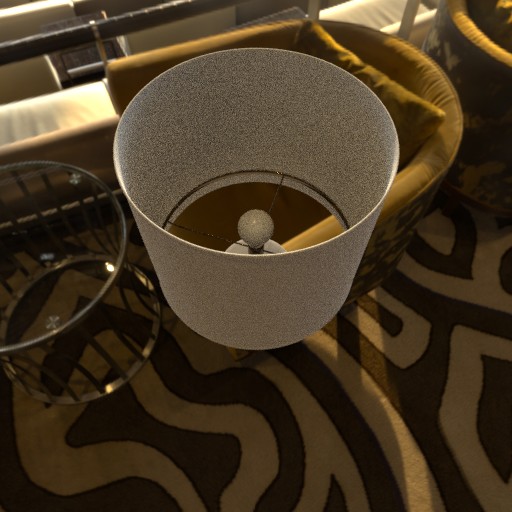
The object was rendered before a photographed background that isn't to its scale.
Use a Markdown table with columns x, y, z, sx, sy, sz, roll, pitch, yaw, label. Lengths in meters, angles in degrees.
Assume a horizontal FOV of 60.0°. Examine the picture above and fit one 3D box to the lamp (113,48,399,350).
| x | y | z | sx | sy | sz | roll | pitch | yaw | label |
| --- | --- | --- | --- | --- | --- | --- | --- | --- | --- |
| 0.000 | 0.000 | 0.521 | 0.229 | 0.380 | 0.229 | 0 | 59 | 0 | lamp |
